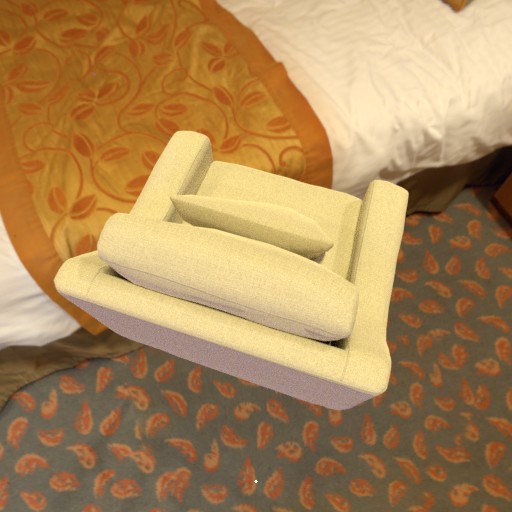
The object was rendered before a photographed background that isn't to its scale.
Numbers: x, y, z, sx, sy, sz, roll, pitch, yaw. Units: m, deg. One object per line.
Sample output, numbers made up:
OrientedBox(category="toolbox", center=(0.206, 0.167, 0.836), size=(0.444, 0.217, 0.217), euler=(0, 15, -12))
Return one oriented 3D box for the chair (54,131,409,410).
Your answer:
OrientedBox(category="chair", center=(0.000, 0.000, 1.956), size=(1.178, 1.016, 1.009), euler=(16, 64, 8))
